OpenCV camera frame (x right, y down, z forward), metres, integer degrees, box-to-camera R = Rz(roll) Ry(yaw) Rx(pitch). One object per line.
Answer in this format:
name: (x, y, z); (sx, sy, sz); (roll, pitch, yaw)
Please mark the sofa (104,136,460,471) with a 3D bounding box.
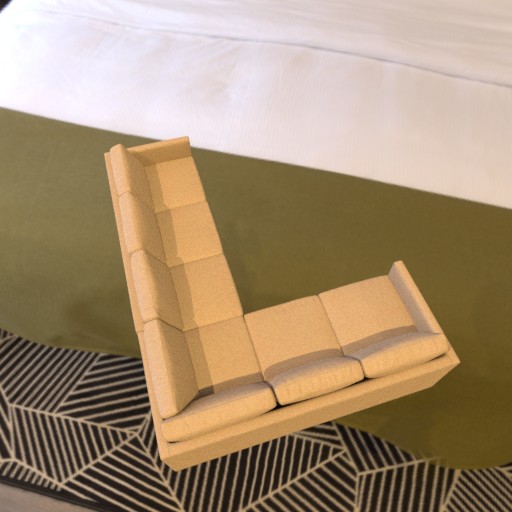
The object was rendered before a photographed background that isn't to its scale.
sofa: (0.000, 0.000, 4.337); (2.432, 0.871, 3.182); (-15, 59, -9)
